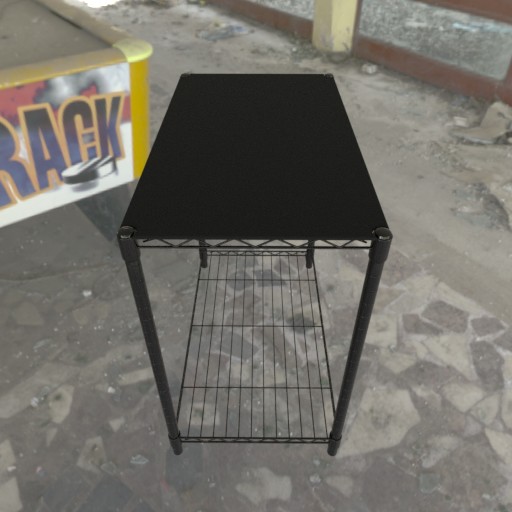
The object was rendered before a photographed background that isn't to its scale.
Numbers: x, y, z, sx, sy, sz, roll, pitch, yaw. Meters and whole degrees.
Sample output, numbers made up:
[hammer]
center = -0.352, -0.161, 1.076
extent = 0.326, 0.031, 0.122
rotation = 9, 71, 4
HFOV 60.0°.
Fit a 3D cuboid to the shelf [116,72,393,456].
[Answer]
[shelf]
center = 0.000, 0.000, 0.936
extent = 0.338, 0.564, 0.589
rotation = 0, 41, 0
